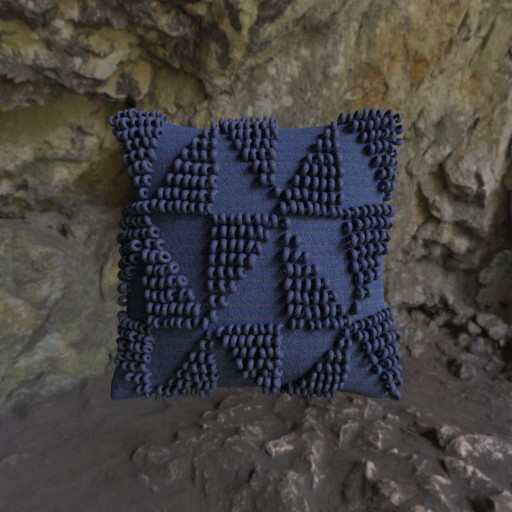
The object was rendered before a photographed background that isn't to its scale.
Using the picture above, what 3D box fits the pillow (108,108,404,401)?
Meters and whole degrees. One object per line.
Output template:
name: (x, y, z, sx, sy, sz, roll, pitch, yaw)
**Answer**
pillow: (0.000, 0.000, 0.705, 0.469, 0.466, 0.172, 0, 0, 0)
